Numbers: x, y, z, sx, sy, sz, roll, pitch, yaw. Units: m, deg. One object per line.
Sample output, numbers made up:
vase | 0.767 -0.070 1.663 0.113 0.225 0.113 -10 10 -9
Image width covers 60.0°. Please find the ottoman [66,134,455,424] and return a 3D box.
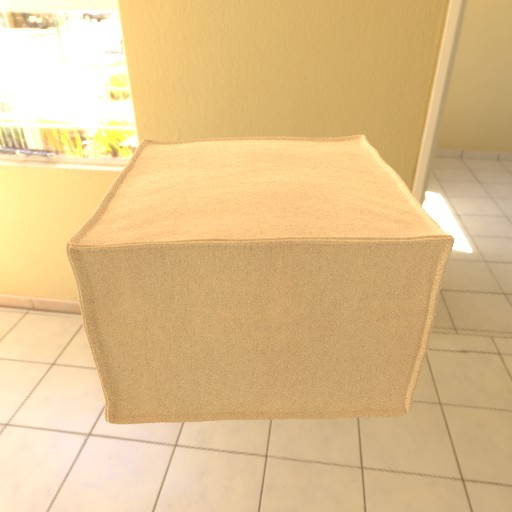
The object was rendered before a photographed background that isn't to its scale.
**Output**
ottoman | 0.000 0.000 1.143 0.707 0.470 0.696 -1 31 -1
